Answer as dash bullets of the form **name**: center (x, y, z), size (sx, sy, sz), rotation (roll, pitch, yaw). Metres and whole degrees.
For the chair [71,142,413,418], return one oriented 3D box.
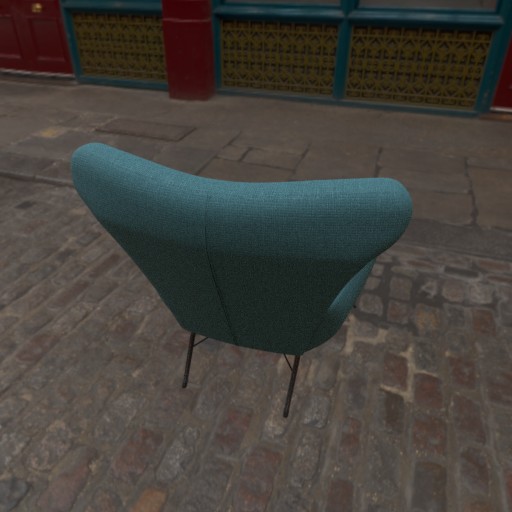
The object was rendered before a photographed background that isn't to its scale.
- **chair**: center (0.000, 0.000, 1.747), size (1.050, 0.980, 0.900), rotation (10, 33, 15)
